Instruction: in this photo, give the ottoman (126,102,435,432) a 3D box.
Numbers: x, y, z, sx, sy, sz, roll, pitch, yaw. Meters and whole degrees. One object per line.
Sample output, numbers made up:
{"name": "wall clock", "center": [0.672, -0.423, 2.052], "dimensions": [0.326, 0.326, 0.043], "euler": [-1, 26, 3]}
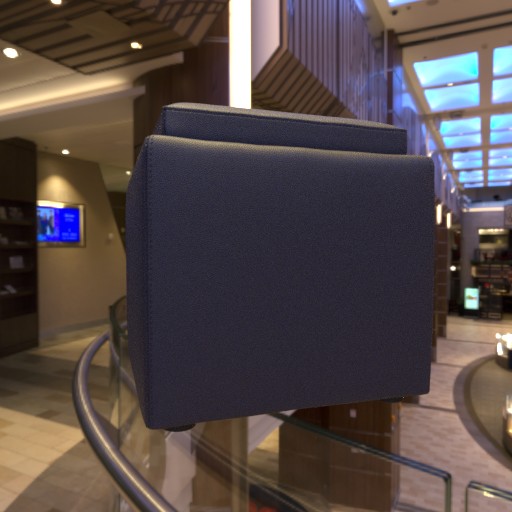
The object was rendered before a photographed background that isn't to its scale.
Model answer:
{"name": "ottoman", "center": [0.000, 0.000, 0.821], "dimensions": [0.451, 0.460, 0.450], "euler": [0, 2, -19]}
